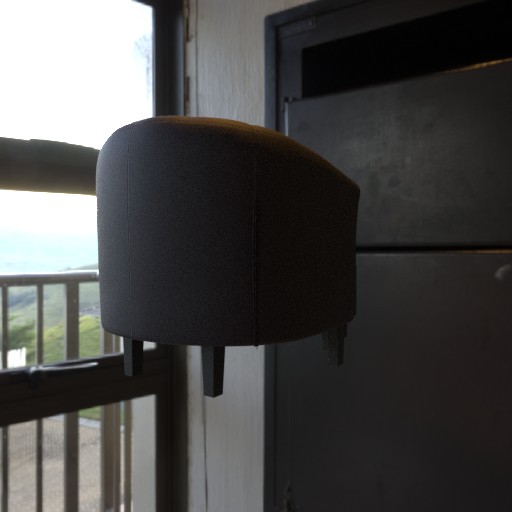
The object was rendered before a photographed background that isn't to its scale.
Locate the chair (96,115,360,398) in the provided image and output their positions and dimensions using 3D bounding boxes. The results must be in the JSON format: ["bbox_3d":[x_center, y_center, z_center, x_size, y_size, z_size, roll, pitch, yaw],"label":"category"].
[{"bbox_3d":[0.000,0.000,1.677,0.763,0.760,1.191,0,1,36],"label":"chair"}]
